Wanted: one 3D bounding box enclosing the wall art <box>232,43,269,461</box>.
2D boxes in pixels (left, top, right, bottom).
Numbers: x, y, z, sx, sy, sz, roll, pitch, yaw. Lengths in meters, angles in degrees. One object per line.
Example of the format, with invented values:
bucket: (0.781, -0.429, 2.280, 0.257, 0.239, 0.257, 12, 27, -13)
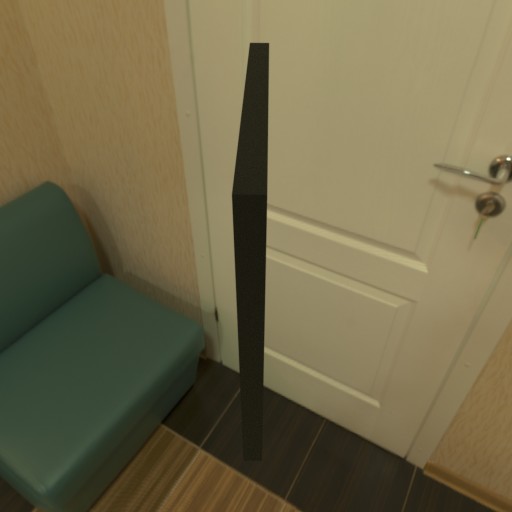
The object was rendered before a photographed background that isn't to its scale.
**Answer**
wall art: (0.000, 0.000, 0.765, 0.033, 0.559, 0.457, 1, 42, 1)
